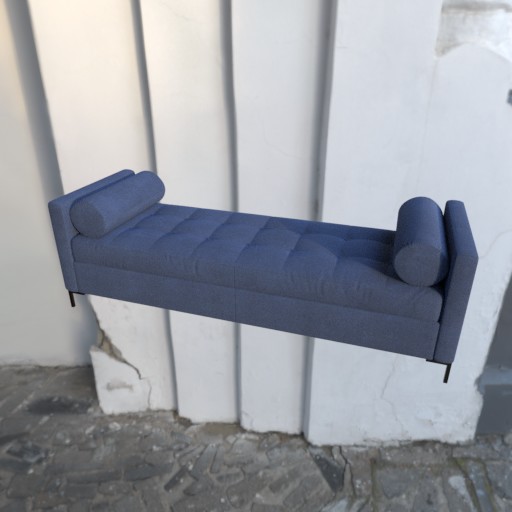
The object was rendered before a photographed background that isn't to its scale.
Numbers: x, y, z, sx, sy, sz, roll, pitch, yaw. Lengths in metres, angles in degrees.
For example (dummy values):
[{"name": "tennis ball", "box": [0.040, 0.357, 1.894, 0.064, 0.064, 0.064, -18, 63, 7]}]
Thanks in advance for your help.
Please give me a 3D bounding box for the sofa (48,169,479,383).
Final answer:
[{"name": "sofa", "box": [0.000, 0.000, 2.348, 1.981, 0.635, 0.686, 8, 27, 16]}]
